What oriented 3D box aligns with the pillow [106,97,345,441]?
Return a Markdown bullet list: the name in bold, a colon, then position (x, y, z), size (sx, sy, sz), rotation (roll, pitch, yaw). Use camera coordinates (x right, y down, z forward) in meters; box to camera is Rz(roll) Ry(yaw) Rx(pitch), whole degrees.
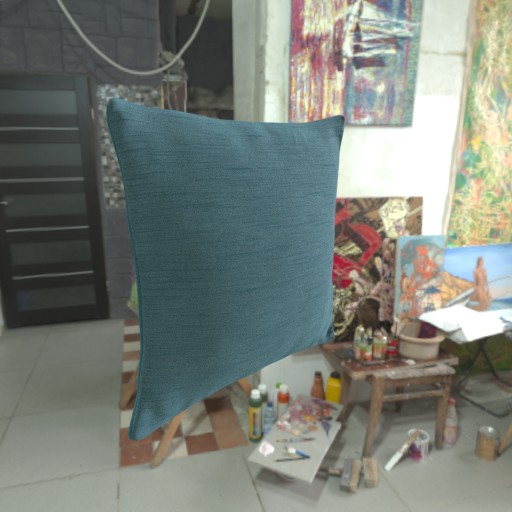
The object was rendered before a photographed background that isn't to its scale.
- **pillow**: position (0.000, 0.000, 0.653), size (0.433, 0.415, 0.151), rotation (-14, 19, -43)
